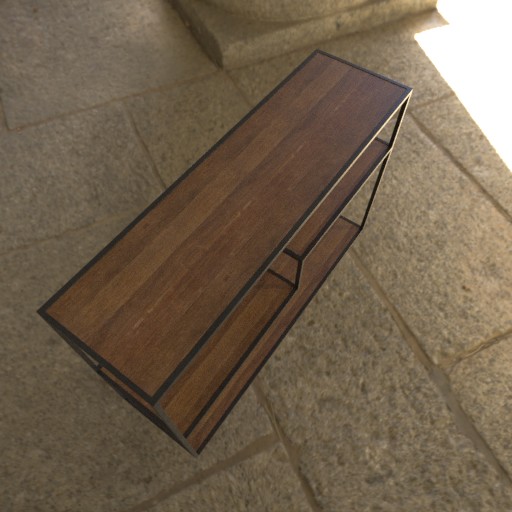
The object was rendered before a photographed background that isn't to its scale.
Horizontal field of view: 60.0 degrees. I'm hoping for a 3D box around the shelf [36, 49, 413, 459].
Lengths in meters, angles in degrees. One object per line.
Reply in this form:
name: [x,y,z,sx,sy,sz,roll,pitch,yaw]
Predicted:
shelf: [0.000,0.000,1.519,0.361,0.765,1.201,31,63,18]
